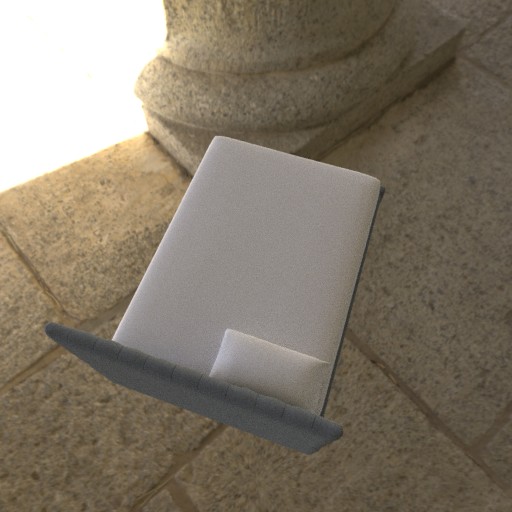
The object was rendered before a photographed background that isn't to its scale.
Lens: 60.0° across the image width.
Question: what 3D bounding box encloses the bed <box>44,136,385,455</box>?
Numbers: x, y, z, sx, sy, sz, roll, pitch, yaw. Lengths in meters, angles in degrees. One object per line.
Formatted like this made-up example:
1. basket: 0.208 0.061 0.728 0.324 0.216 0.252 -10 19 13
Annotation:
1. bed: 0.000 0.000 3.404 1.698 1.411 2.335 17 65 8
